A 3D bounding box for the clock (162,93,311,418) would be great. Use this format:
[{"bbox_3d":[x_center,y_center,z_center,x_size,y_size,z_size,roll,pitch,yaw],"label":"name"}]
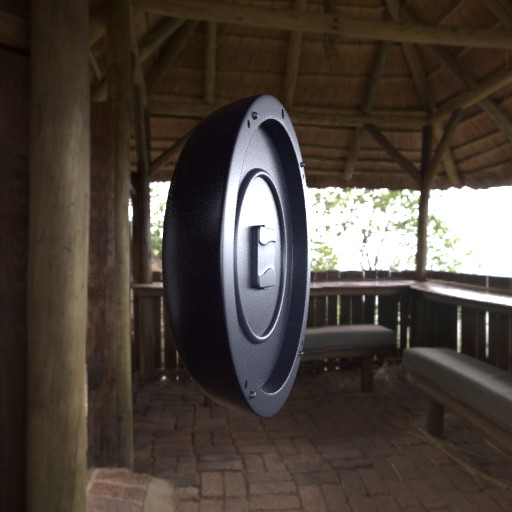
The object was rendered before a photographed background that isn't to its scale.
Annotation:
[{"bbox_3d":[0.000,0.000,0.441,0.060,0.300,0.300,0,0,18],"label":"clock"}]
